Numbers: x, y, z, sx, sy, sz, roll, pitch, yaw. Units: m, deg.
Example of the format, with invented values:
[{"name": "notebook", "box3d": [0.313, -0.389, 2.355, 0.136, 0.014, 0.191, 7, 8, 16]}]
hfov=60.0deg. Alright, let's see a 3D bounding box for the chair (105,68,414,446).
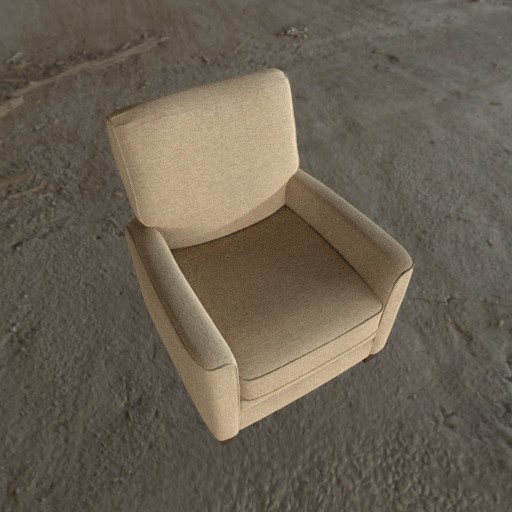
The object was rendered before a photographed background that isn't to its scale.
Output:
[{"name": "chair", "box3d": [0.000, 0.000, 1.663, 0.841, 1.028, 0.858, -23, 51, -20]}]
